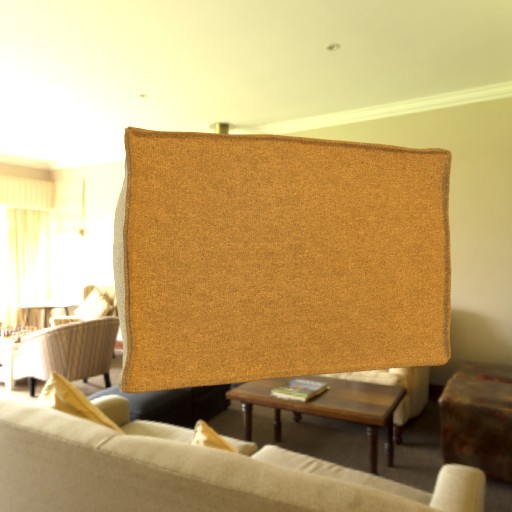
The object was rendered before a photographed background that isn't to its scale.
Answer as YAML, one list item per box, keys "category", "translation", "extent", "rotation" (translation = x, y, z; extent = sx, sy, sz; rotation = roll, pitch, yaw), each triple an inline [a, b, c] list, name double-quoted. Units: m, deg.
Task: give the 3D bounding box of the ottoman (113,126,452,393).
- category: "ottoman"
  translation: [0.000, 0.000, 1.150]
  extent: [0.707, 0.470, 0.696]
  rotation: [0, 0, -18]
